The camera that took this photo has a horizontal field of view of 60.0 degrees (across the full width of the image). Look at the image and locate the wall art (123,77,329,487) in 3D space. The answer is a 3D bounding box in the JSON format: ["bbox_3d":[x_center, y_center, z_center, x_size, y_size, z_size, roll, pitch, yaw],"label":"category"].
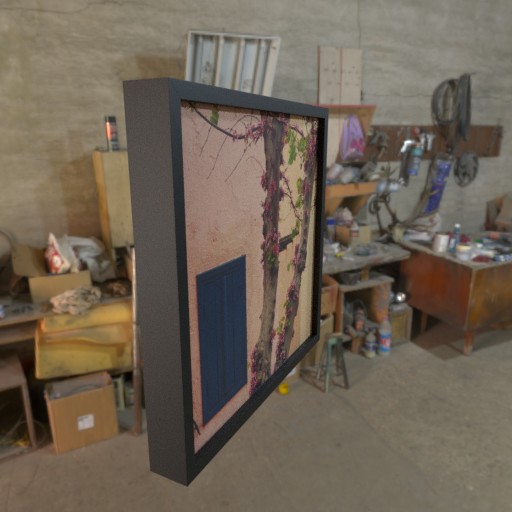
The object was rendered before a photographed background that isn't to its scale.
[{"bbox_3d":[0.000,0.000,0.452,0.038,0.304,0.305,8,16,27],"label":"wall art"}]
